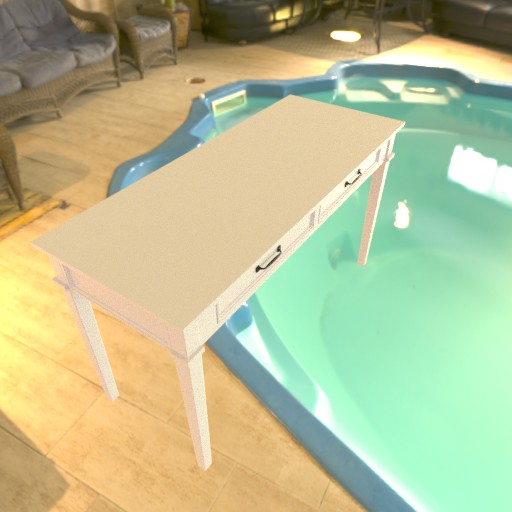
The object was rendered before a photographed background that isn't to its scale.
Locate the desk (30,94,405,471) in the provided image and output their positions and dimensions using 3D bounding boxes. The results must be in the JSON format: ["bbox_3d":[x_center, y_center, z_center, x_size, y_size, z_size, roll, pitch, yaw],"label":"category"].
[{"bbox_3d":[0.000,0.000,1.773,0.559,0.774,1.372,24,45,26],"label":"desk"}]
